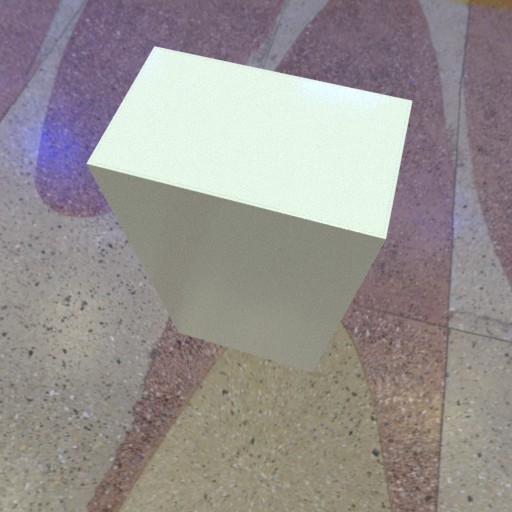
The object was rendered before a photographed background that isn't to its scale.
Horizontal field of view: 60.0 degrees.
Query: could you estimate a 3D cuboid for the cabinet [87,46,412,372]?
[{"bbox_3d":[0.000,0.000,2.364,0.980,1.920,0.580,15,65,7],"label":"cabinet"}]
